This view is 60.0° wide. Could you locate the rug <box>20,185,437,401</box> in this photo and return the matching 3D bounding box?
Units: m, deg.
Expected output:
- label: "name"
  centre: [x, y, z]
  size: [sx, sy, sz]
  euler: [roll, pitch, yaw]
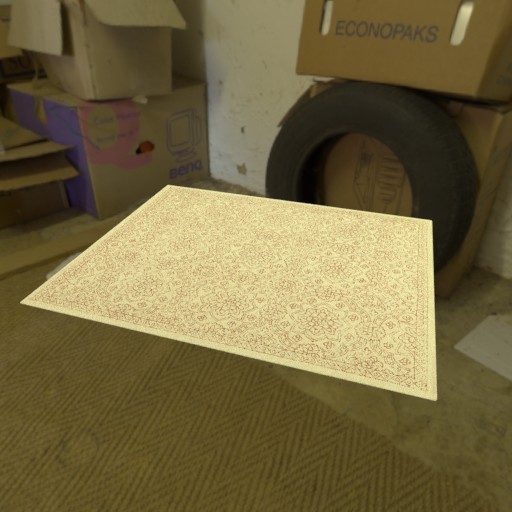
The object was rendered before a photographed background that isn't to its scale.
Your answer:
- label: "rug"
  centre: [0.000, 0.000, 4.012]
  size: [3.050, 0.015, 2.441]
  euler: [10, 33, 15]
